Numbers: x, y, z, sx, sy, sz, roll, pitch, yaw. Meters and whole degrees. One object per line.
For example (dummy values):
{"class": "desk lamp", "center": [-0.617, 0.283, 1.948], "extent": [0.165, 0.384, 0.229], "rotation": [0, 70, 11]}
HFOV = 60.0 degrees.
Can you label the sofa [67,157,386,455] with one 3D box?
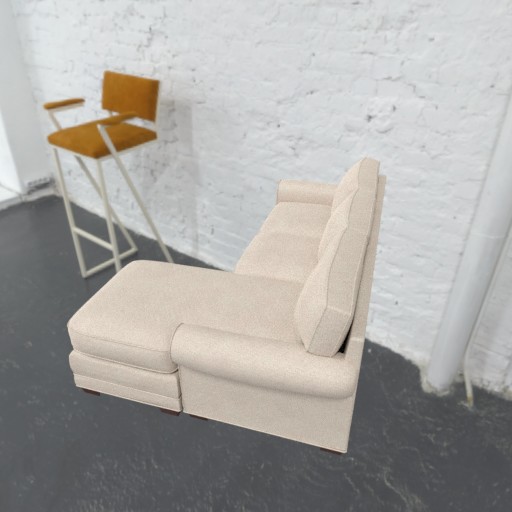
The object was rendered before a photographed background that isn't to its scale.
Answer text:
{"class": "sofa", "center": [0.000, 0.000, 2.383], "extent": [1.226, 0.734, 1.770], "rotation": [9, 32, 14]}
